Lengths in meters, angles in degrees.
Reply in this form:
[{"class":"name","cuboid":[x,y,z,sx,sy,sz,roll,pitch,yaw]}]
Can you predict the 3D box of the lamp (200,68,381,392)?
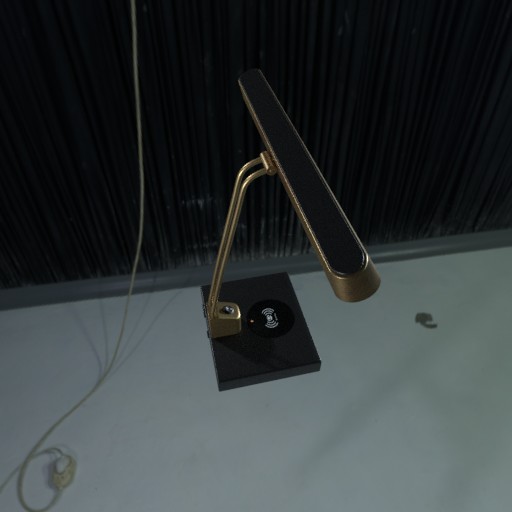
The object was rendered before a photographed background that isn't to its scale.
[{"class":"lamp","cuboid":[0.000,0.000,0.597,0.156,0.345,0.412,-9,46,-9]}]
